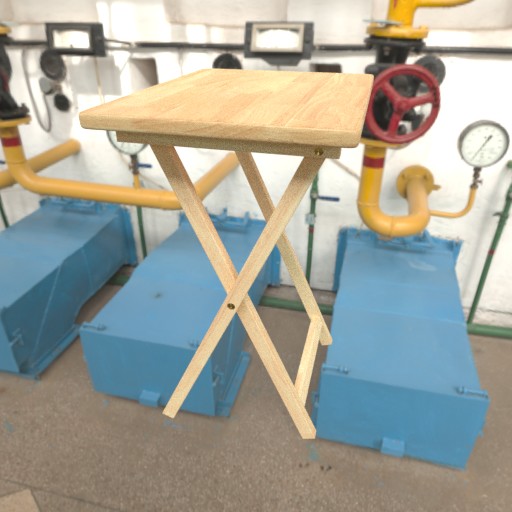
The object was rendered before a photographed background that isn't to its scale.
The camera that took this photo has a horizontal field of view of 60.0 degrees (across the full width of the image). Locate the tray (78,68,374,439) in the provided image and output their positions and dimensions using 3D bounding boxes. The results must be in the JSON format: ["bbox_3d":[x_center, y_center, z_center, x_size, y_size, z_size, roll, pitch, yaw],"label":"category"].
[{"bbox_3d":[0.000,0.000,0.926,0.381,0.660,0.483,8,31,13],"label":"tray"}]
